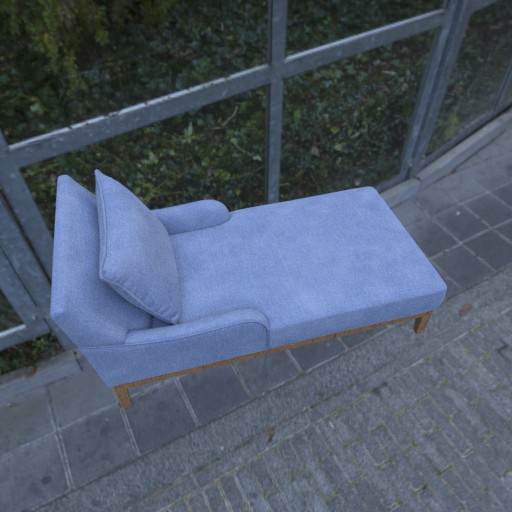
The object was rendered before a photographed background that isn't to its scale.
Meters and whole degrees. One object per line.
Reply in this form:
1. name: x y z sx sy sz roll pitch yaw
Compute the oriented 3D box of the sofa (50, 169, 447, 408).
1. sofa: 0.000 0.000 2.314 1.779 0.883 0.904 -11 47 -11
